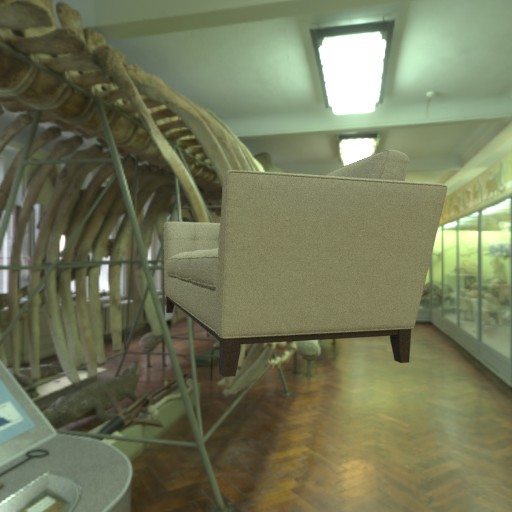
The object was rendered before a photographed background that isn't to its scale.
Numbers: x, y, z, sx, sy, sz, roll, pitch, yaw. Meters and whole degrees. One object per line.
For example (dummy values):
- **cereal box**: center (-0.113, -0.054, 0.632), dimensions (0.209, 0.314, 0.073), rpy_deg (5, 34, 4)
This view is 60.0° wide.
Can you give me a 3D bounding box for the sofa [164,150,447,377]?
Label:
- **sofa**: center (0.000, 0.000, 2.859), dimensions (0.965, 0.940, 2.388), rpy_deg (0, -1, -17)
